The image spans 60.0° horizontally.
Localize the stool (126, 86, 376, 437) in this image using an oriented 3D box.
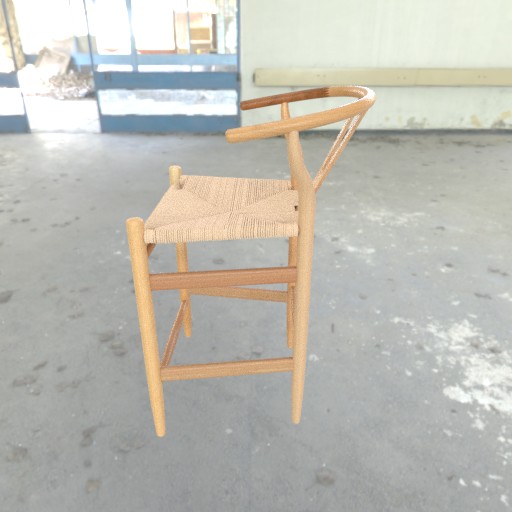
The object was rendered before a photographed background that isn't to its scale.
[{"bbox_3d":[0.000,0.000,1.297,0.575,0.923,0.536,1,25,1],"label":"stool"}]
